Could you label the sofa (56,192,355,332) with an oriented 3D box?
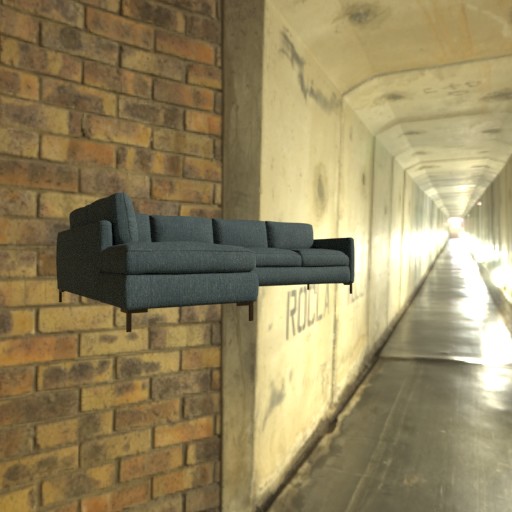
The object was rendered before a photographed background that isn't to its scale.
[{"bbox_3d":[0.000,0.000,3.876,2.949,0.815,2.007,0,-1,-34],"label":"sofa"}]
